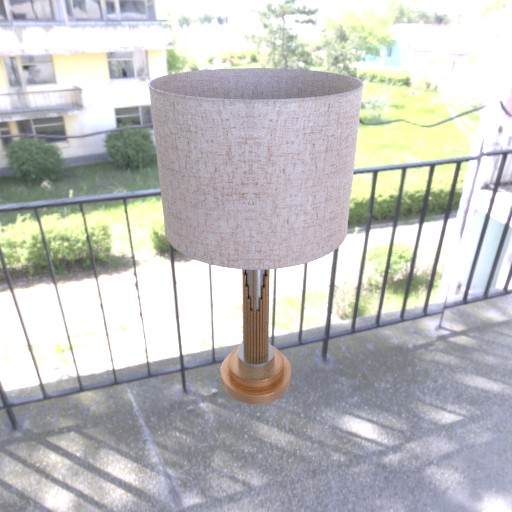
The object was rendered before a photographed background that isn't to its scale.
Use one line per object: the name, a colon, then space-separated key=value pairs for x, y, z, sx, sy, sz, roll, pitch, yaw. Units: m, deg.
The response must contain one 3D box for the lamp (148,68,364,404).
lamp: x=0.000 y=0.000 z=0.822 sx=0.321 sy=0.610 sz=0.321 roll=-9 pitch=31 yaw=-16
